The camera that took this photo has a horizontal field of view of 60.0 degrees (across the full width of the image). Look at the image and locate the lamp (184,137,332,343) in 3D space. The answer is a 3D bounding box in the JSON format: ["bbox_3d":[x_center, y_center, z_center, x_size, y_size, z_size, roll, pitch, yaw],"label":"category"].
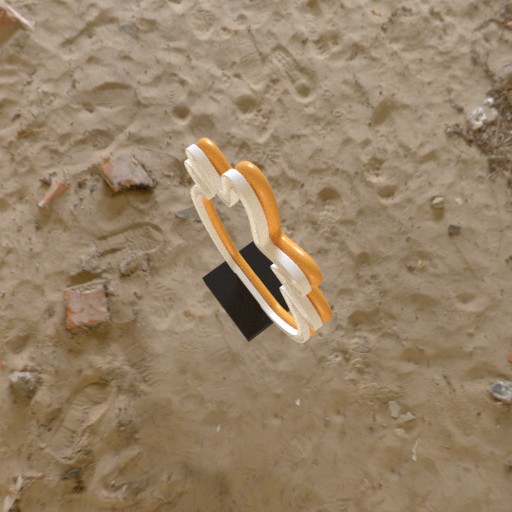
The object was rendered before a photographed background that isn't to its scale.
[{"bbox_3d":[0.000,0.000,0.388,0.088,0.317,0.167,-36,77,-9],"label":"lamp"}]
